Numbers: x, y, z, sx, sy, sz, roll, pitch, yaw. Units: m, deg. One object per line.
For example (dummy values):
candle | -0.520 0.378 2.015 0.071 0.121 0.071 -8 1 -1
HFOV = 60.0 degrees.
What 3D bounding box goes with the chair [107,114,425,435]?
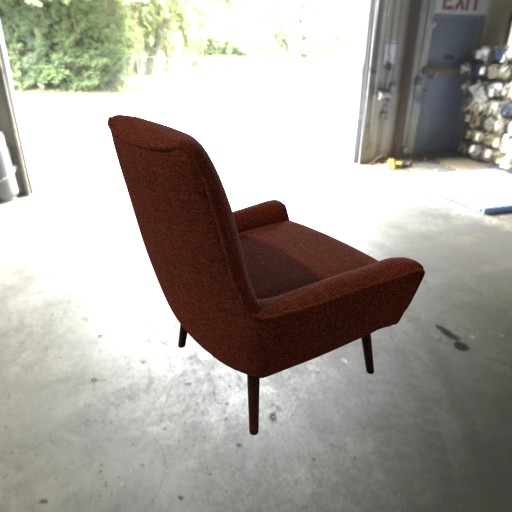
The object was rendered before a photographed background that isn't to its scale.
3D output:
chair | 0.000 0.000 1.484 0.784 0.911 0.803 -16 29 -30
